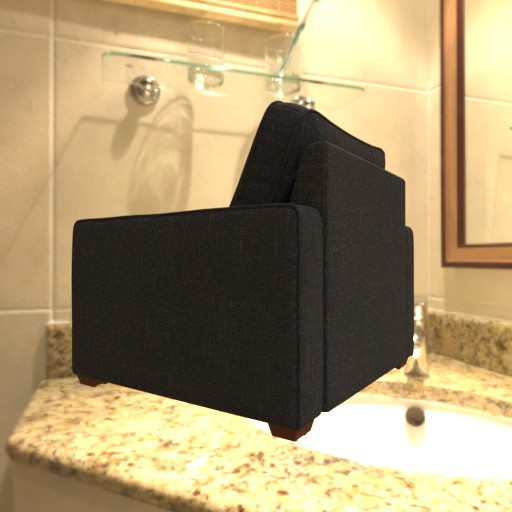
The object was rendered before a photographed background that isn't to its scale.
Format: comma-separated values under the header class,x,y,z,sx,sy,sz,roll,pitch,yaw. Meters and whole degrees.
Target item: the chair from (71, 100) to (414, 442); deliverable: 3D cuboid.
class,x,y,z,sx,sy,sz,roll,pitch,yaw
chair,0.000,0.000,1.713,0.940,0.919,1.017,0,0,35
